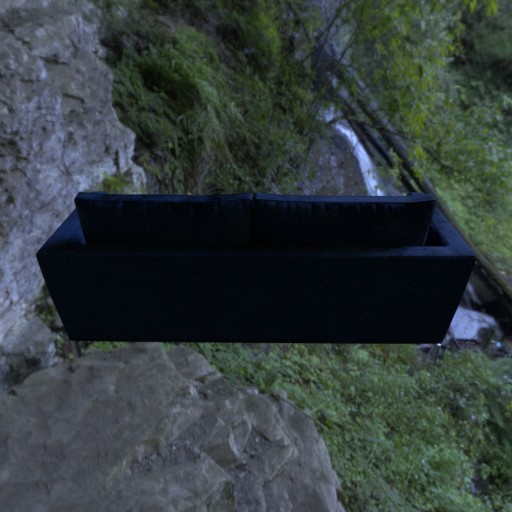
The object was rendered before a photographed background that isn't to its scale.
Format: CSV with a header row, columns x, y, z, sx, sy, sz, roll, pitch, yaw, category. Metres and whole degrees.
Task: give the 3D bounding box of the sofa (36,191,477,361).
x,y,z,sx,sy,sz,roll,pitch,yaw,category
0.000,0.000,2.683,2.212,0.998,0.853,0,30,1,sofa
